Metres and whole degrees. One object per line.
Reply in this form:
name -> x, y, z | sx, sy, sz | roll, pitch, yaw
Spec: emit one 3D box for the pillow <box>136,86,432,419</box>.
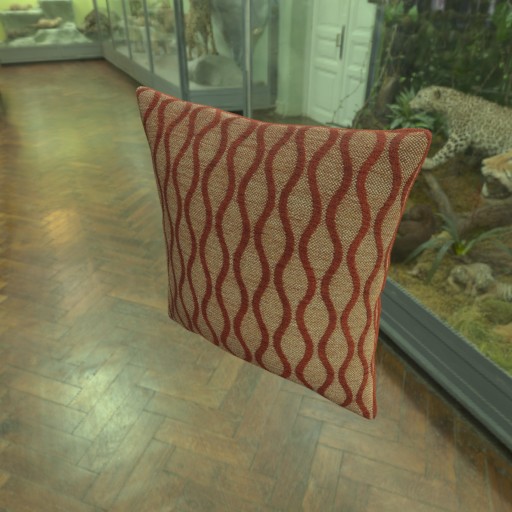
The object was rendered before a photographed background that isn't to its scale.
pillow -> 0.000, 0.000, 0.653 | 0.429, 0.434, 0.159 | 20, 37, 28
